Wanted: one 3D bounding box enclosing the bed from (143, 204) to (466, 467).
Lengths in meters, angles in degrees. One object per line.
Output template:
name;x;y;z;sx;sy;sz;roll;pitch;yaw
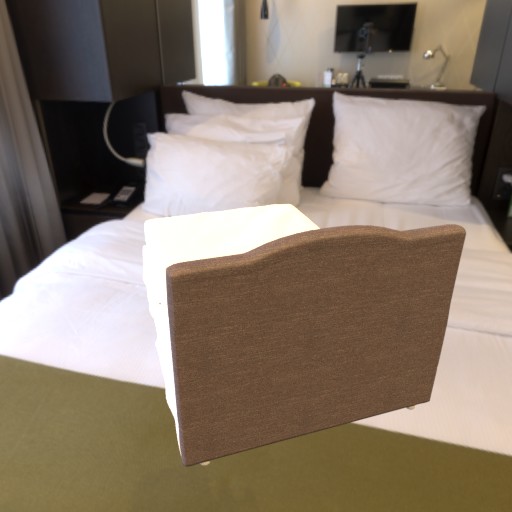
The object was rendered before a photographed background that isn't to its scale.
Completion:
bed;0.000;0.000;3.591;1.741;1.441;2.507;-8;28;-16
